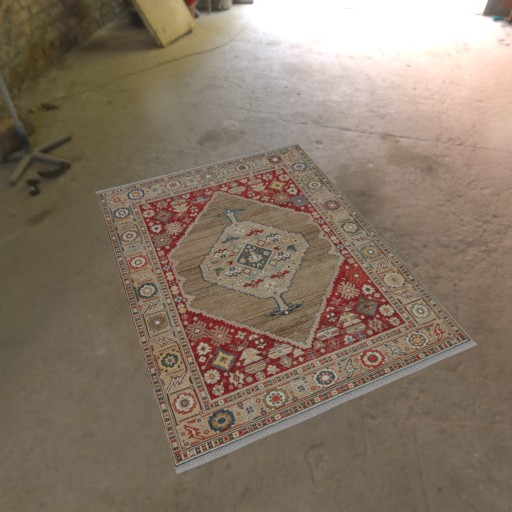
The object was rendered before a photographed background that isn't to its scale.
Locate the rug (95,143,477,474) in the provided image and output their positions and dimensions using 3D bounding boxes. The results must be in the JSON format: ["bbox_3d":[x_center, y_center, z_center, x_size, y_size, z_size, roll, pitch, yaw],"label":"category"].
[{"bbox_3d":[0.000,0.000,4.148,2.451,0.008,3.143,-17,49,-16],"label":"rug"}]
